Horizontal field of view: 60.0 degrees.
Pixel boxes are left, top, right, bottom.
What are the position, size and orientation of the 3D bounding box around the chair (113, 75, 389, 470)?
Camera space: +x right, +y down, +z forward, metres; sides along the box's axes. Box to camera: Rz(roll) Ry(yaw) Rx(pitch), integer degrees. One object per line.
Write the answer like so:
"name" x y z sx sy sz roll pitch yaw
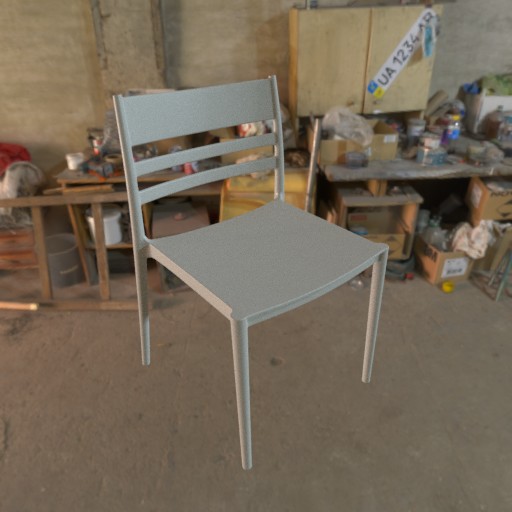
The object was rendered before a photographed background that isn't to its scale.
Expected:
"chair" 0.000 0.000 1.160 0.531 0.800 0.511 -22 37 -33
